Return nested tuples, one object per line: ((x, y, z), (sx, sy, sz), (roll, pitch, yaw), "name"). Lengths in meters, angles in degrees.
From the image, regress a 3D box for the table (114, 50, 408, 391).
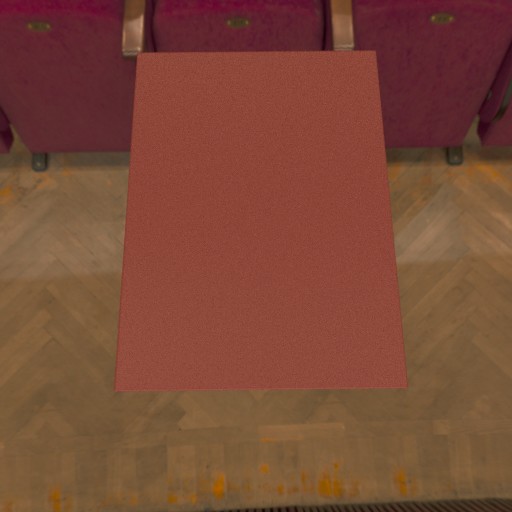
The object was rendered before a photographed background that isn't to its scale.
((0.000, 0.000, 1.072), (0.451, 0.686, 0.599), (-1, 75, 0), "table")
